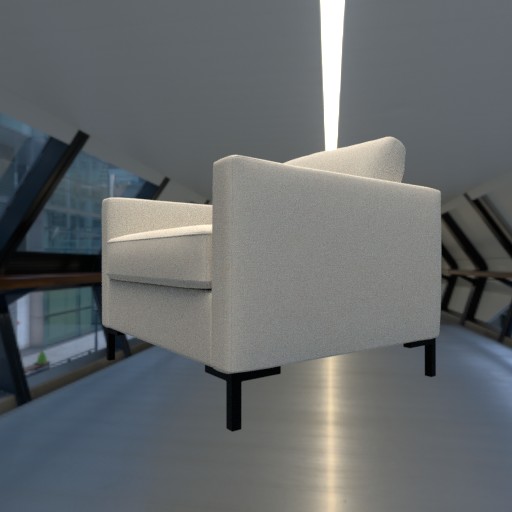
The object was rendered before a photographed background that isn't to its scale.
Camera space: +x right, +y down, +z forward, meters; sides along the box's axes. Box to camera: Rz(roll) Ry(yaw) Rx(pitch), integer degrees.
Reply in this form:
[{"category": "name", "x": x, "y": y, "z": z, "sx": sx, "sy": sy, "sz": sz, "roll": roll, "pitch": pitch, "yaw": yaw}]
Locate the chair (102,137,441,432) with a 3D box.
[{"category": "chair", "x": 0.000, "y": 0.000, "z": 1.601, "sx": 0.875, "sy": 0.806, "sz": 0.964, "roll": 0, "pitch": 0, "yaw": -36}]
